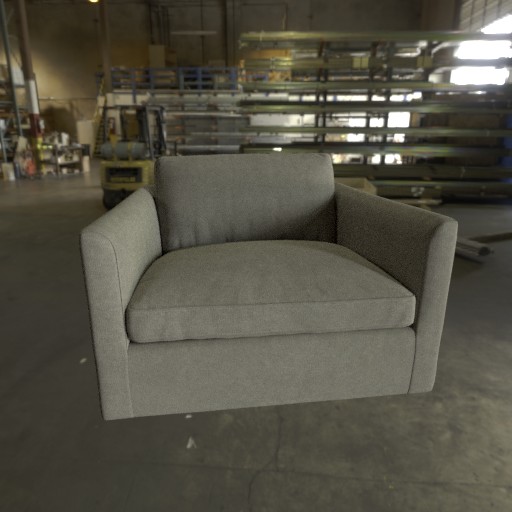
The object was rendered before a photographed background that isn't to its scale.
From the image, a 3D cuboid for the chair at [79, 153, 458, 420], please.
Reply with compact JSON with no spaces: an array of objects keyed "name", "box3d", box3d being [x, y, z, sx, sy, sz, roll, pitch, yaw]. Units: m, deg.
[{"name":"chair","box3d":[0.000,0.000,1.916,1.190,0.845,1.091,-2,17,-8]}]
